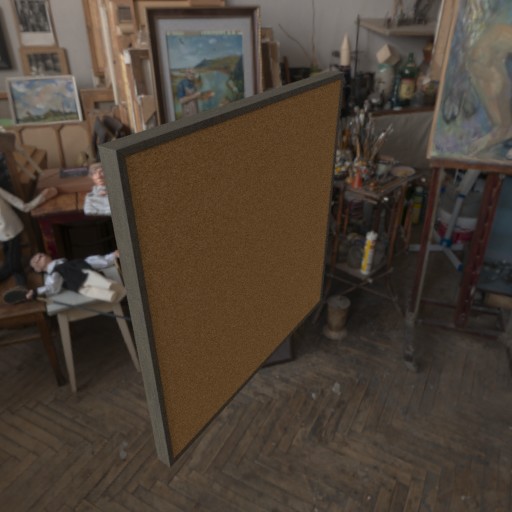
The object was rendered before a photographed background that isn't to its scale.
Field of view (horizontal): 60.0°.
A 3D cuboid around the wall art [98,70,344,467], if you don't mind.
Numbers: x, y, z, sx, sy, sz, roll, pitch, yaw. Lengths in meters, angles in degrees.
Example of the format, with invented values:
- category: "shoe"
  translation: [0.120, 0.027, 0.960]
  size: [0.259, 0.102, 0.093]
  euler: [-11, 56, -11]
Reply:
- category: "wall art"
  translation: [0.000, 0.000, 1.104]
  size: [0.039, 0.758, 0.758]
  euler: [20, 37, 29]
